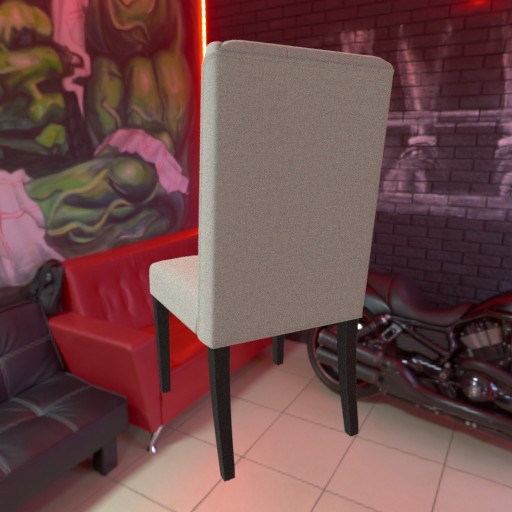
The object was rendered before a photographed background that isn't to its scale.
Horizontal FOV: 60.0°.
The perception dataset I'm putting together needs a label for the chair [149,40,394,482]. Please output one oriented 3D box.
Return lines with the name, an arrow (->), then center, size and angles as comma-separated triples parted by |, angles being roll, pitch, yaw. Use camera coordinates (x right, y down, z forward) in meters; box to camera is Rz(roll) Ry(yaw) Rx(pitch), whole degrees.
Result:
chair -> 0.000, 0.000, 1.216 | 0.474, 0.961, 0.523 | -7, 15, -26
